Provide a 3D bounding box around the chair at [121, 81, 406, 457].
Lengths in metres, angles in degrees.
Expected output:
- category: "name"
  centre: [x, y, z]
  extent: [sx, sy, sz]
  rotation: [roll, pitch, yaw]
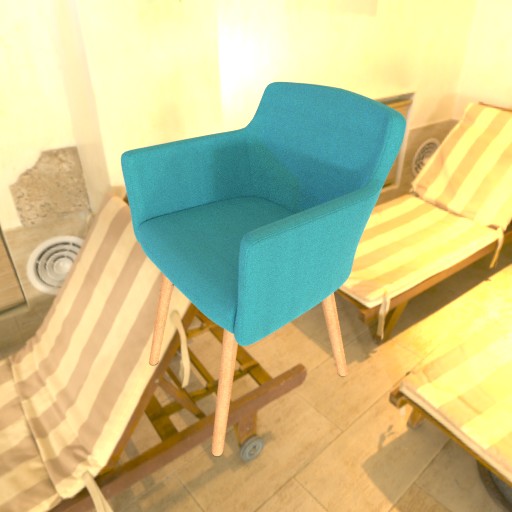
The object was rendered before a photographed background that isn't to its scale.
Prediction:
- category: "chair"
  centre: [0.000, 0.000, 1.159]
  extent: [0.540, 0.780, 0.570]
  rotation: [-21, 38, -30]
